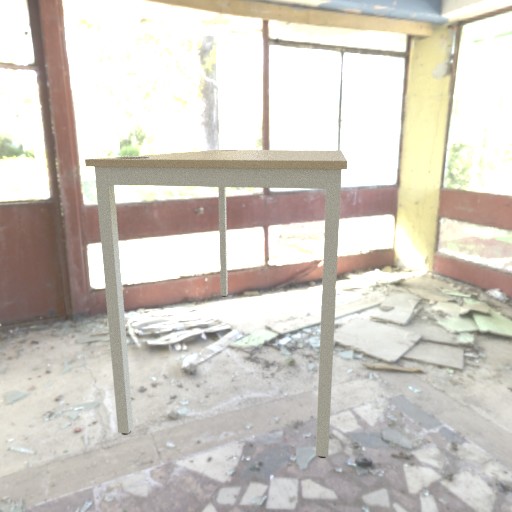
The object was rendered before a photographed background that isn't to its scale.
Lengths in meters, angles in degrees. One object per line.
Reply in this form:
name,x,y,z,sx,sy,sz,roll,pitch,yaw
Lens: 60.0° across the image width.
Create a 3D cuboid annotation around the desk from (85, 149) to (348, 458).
desk,0.000,0.000,1.645,0.600,0.750,1.200,2,15,10
